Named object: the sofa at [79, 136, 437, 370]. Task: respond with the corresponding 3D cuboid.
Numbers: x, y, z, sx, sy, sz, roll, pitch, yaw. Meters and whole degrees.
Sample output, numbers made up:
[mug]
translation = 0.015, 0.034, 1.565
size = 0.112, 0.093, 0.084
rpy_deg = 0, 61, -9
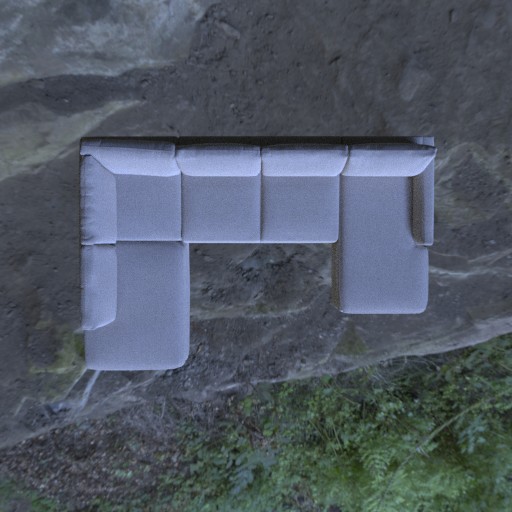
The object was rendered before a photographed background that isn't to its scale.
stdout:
[sofa]
translation = 0.000, 0.000, 3.850
size = 2.984, 0.862, 1.989
rpy_deg = 0, 91, 0
